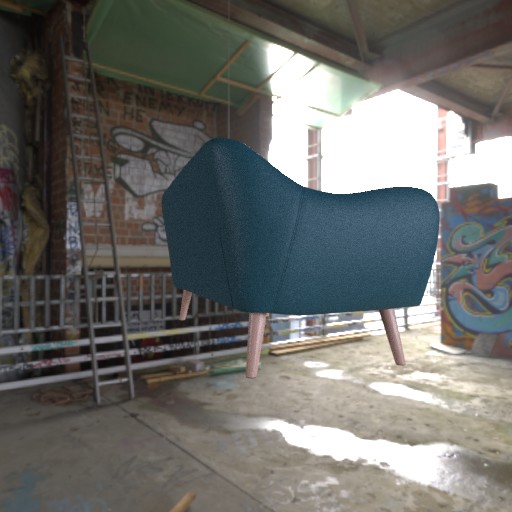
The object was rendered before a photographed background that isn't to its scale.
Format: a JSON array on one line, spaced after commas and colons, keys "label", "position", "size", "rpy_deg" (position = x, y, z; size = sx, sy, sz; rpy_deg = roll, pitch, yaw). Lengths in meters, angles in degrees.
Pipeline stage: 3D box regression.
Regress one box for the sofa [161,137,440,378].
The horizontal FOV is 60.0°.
[{"label": "sofa", "position": [0.000, 0.000, 2.307], "size": [0.820, 0.836, 1.840], "rpy_deg": [0, -1, -18]}]
